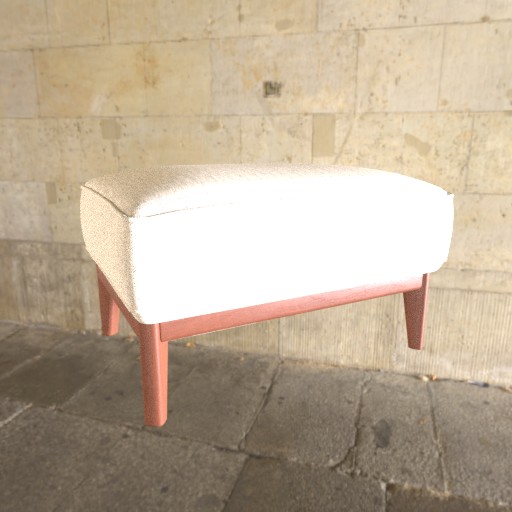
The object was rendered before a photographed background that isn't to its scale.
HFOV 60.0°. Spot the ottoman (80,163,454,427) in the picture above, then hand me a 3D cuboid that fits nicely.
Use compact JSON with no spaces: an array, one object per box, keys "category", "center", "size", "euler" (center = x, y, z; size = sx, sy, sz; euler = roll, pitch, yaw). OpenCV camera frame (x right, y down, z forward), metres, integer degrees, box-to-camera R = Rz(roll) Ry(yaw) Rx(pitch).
[{"category":"ottoman","center":[0.000,0.000,1.157],"size":[0.794,0.465,0.594],"euler":[-7,16,-27]}]
